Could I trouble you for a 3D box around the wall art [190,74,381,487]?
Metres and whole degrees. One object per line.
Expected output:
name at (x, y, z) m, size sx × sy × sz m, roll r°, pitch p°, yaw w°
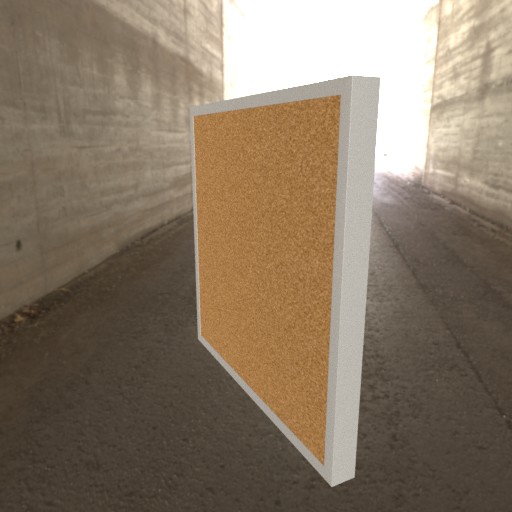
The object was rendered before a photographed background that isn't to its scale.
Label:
wall art at (0.000, 0.000, 0.744) m, size 0.038 × 0.505 × 0.506 m, roll -7°, pitch 16°, yaw -26°
